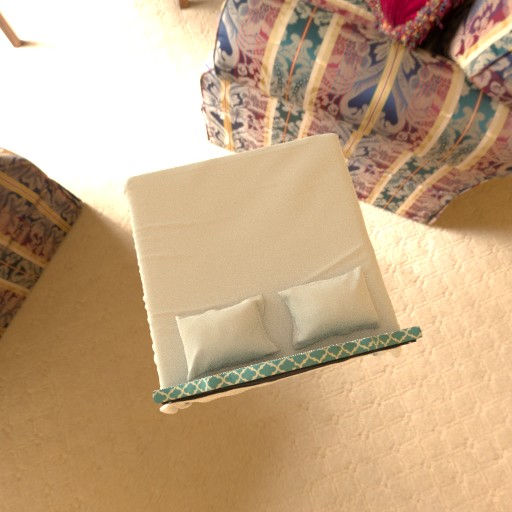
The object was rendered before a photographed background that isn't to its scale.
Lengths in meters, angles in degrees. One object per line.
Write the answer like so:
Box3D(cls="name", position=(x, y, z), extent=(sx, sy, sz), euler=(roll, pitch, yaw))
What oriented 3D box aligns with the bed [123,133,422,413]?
Box3D(cls="bed", position=(0.000, 0.000, 3.781), extent=(2.314, 1.601, 2.222), euler=(-13, 75, -4))
